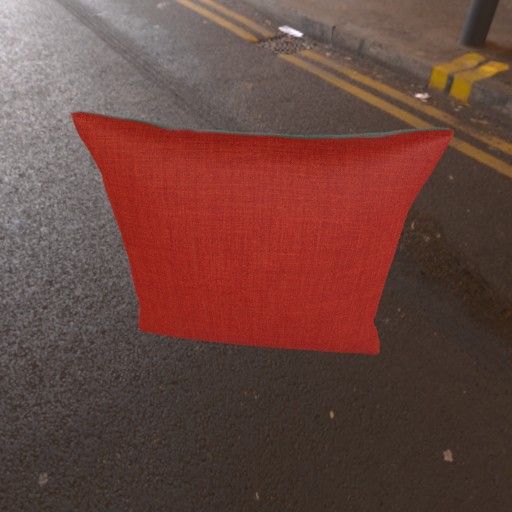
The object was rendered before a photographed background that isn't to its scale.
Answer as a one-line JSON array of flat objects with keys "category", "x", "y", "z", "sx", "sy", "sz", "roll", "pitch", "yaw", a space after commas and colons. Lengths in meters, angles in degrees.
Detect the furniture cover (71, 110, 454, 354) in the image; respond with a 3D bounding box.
[{"category": "furniture cover", "x": 0.000, "y": 0.000, "z": 0.767, "sx": 0.517, "sy": 0.508, "sz": 0.158, "roll": 4, "pitch": 45, "yaw": 4}]
